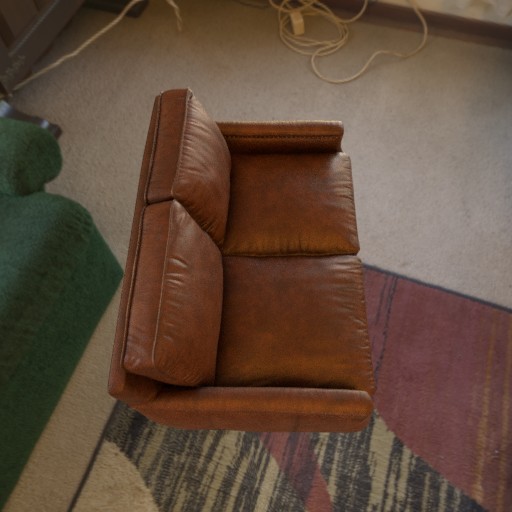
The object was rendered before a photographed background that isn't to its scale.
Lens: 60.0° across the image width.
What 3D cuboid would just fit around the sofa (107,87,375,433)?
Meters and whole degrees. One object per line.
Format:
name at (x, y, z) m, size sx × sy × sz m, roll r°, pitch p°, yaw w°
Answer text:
sofa at (0.000, 0.000, 2.252) m, size 1.083 × 1.003 × 1.628 m, roll 1°, pitch 62°, yaw 0°
